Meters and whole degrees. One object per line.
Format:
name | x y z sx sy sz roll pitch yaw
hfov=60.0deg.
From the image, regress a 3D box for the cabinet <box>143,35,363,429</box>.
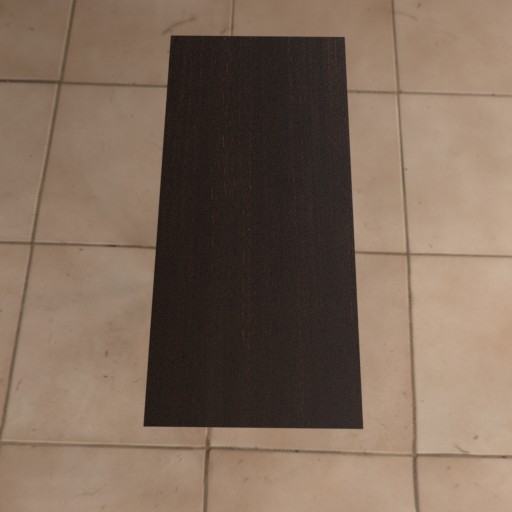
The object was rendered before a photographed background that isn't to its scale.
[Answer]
cabinet | 0.000 0.000 1.441 0.451 0.860 0.950 1 75 0
